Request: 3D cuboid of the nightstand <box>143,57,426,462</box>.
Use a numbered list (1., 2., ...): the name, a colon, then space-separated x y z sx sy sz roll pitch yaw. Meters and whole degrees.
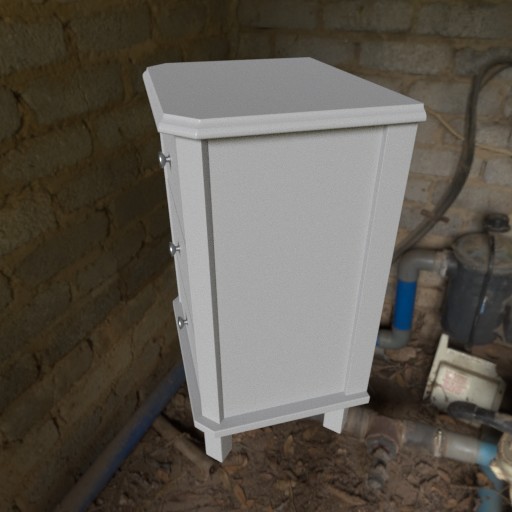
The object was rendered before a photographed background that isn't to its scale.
1. nightstand: 0.000 0.000 0.908 0.350 0.680 0.450 -8 33 -13
